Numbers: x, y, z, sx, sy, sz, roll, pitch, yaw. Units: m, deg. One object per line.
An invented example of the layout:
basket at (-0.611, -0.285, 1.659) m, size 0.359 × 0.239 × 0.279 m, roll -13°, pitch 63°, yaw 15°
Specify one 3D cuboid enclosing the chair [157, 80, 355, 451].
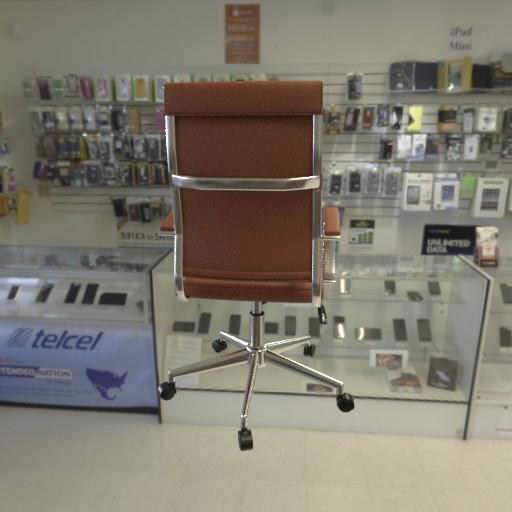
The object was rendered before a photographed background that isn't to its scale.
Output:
chair at (0.000, 0.000, 1.650) m, size 0.766 × 1.149 × 0.739 m, roll 2°, pitch 15°, yaw 7°
